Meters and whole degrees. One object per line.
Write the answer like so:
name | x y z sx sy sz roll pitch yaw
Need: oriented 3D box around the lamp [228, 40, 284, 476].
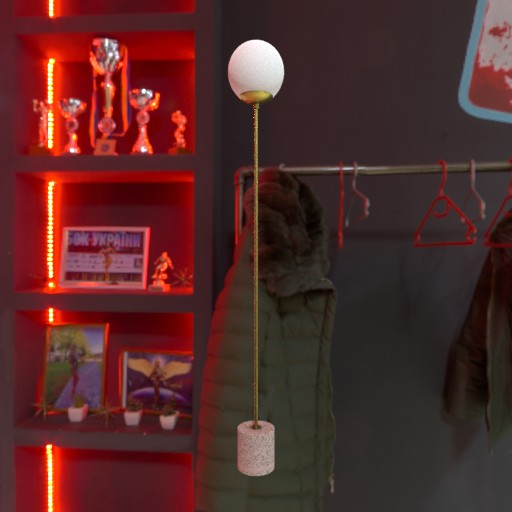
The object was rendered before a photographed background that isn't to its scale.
lamp | 0.000 0.000 1.826 0.229 1.748 0.229 0 1 37
